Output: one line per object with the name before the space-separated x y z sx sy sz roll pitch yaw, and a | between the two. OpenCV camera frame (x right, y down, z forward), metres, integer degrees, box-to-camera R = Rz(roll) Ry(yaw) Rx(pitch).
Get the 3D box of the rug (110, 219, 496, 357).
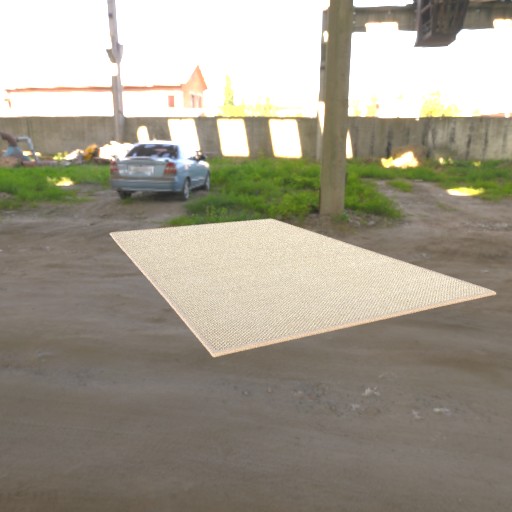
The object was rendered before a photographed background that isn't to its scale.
rug | 0.000 0.000 2.056 1.067 0.013 1.676 -7 16 -25
